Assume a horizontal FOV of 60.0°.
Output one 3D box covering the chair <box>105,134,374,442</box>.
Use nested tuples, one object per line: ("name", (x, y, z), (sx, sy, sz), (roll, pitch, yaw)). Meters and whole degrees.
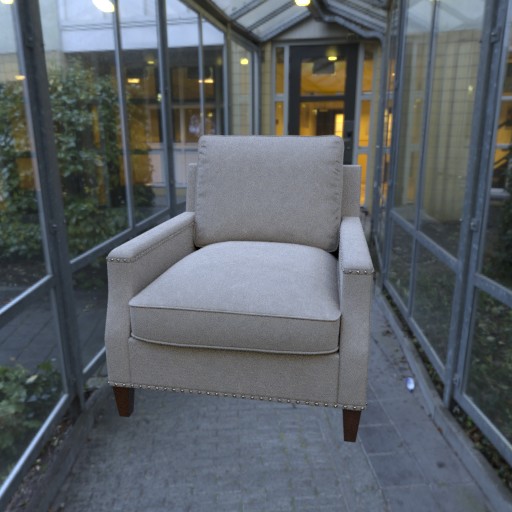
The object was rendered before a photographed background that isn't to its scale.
("chair", (0.000, 0.000, 1.780), (0.853, 0.943, 1.014), (3, 15, 10))
